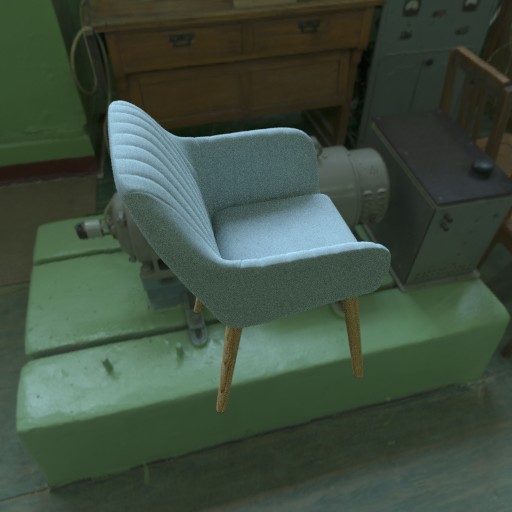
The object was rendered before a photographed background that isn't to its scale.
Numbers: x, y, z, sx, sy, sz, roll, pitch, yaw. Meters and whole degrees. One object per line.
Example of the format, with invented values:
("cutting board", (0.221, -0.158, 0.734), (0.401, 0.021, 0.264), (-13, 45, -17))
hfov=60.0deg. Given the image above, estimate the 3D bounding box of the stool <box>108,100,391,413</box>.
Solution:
("stool", (0.000, 0.000, 1.193), (0.590, 0.830, 0.503), (-12, 47, -11))
